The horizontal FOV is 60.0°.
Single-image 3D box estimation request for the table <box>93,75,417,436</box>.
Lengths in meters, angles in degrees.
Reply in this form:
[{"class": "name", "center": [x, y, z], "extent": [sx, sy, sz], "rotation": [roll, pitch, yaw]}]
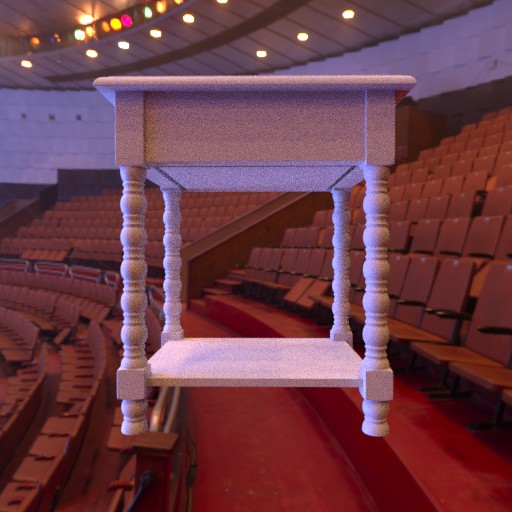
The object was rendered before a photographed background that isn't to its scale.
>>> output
[{"class": "table", "center": [0.000, 0.000, 0.823], "extent": [0.460, 0.531, 0.381], "rotation": [0, 1, 1]}]
